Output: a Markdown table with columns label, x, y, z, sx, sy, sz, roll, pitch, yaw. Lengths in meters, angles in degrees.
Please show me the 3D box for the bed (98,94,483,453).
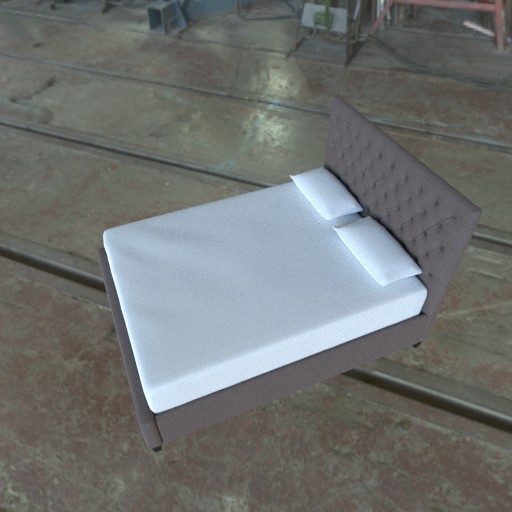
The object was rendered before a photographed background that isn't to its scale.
| label | x | y | z | sx | sy | sz | roll | pitch | yaw |
| --- | --- | --- | --- | --- | --- | --- | --- | --- | --- |
| bed | 0.000 | 0.000 | 3.326 | 2.233 | 1.426 | 1.696 | -17 | 47 | -16 |
